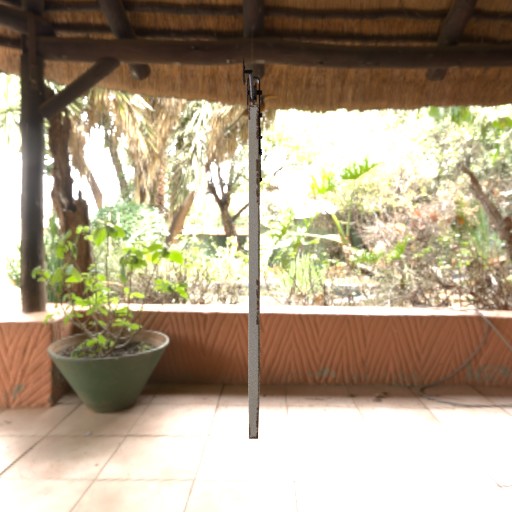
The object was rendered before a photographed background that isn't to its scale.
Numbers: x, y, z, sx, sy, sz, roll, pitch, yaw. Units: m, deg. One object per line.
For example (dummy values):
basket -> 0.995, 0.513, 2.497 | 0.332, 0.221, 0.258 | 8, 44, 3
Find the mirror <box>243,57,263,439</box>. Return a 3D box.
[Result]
mirror -> 0.000, 0.000, 1.256 | 0.037, 0.844, 0.808 | 0, 1, 1
